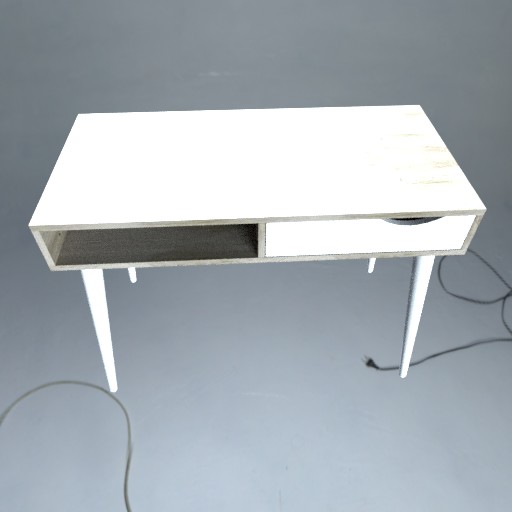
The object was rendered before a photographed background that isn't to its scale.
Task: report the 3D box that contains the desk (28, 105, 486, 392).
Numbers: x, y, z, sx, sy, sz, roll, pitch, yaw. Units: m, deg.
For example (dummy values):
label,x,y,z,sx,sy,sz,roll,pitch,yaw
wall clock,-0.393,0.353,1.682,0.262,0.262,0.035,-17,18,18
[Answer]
label,x,y,z,sx,sy,sz,roll,pitch,yaw
desk,0.000,0.000,1.368,0.979,0.723,0.491,-2,46,-2
